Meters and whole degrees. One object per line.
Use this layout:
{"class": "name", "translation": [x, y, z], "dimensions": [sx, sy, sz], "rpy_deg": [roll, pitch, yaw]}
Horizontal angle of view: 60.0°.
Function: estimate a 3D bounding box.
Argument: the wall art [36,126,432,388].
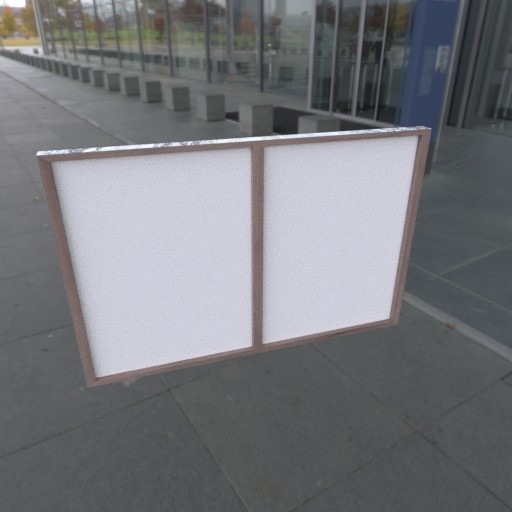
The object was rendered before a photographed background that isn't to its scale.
{"class": "wall art", "translation": [0.000, 0.000, 1.145], "dimensions": [0.919, 0.598, 0.038], "rpy_deg": [-8, 28, -16]}
